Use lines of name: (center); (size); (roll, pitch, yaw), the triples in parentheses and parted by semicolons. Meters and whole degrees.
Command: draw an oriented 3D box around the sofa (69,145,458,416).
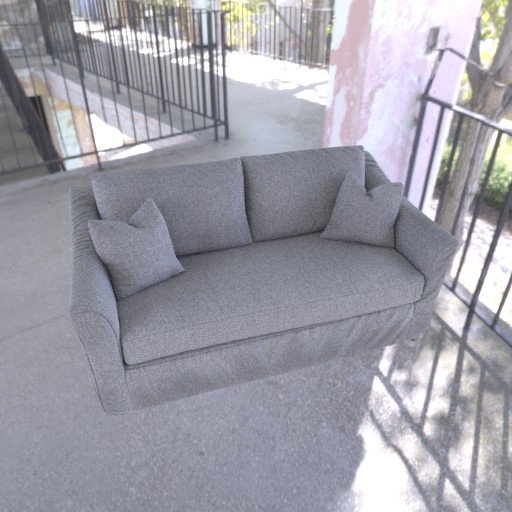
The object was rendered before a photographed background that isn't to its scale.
sofa: (0.000, 0.000, 2.645); (2.010, 1.018, 1.072); (-10, 34, -15)
